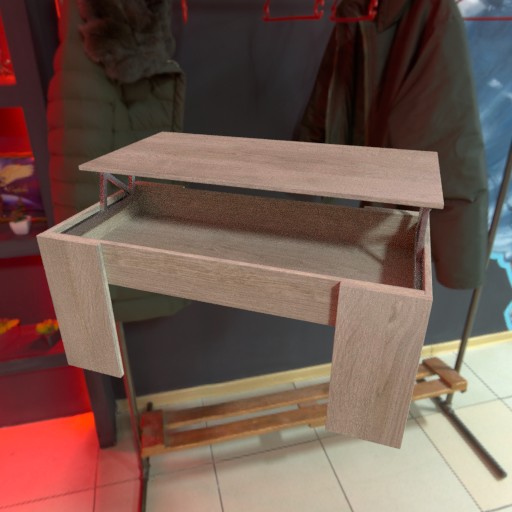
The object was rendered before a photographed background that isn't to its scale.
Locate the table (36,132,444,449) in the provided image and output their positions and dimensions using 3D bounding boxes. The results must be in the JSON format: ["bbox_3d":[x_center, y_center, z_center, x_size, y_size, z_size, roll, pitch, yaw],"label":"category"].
[{"bbox_3d":[0.000,0.000,1.404,1.000,0.570,0.711,9,29,16],"label":"table"}]
